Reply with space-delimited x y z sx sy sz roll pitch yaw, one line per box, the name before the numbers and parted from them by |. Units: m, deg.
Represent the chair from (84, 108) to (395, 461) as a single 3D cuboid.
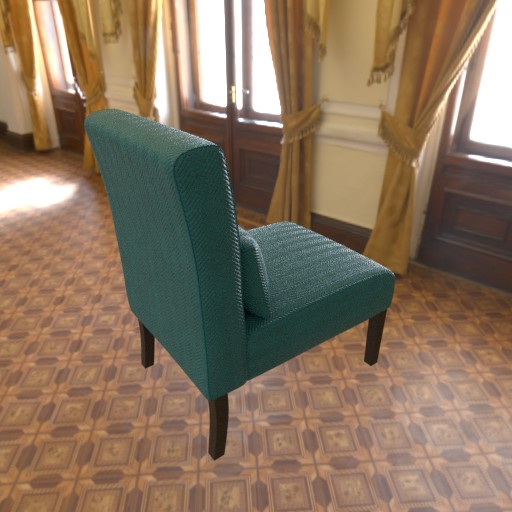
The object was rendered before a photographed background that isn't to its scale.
chair | 0.000 0.000 1.461 0.808 0.927 0.579 -19 33 -32
